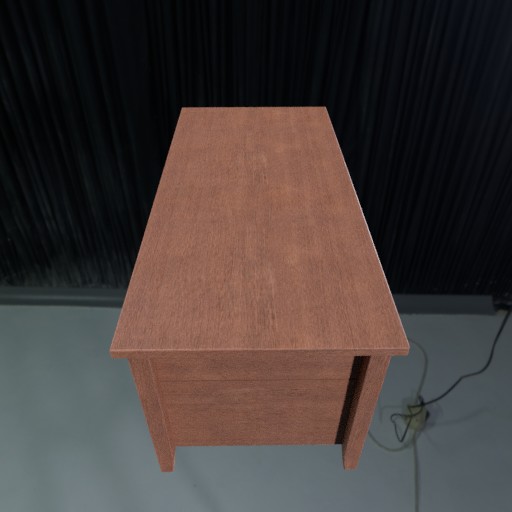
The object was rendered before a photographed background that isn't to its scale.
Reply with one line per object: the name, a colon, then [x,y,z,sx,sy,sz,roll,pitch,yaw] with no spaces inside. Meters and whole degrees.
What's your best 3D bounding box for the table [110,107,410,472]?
table: [0.000,0.000,1.245,0.483,0.457,1.016,0,40,-1]
